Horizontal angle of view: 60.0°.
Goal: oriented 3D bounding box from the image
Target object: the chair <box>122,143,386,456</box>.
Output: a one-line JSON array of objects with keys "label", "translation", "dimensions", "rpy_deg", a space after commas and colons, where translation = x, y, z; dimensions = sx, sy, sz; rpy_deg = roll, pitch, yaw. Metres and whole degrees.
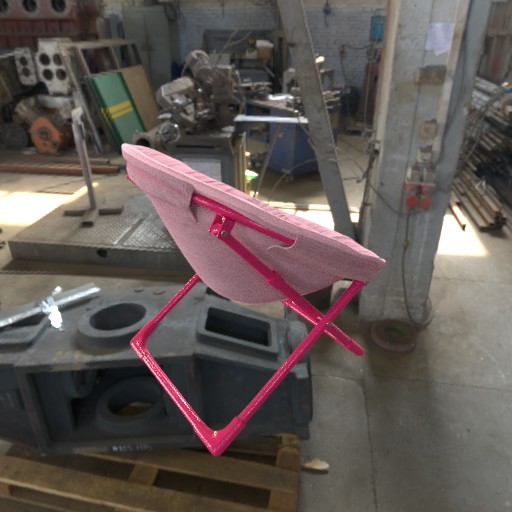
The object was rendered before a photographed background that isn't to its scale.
[{"label": "chair", "translation": [0.000, 0.000, 0.900], "dimensions": [0.459, 0.494, 0.522], "rpy_deg": [-19, 33, -32]}]
